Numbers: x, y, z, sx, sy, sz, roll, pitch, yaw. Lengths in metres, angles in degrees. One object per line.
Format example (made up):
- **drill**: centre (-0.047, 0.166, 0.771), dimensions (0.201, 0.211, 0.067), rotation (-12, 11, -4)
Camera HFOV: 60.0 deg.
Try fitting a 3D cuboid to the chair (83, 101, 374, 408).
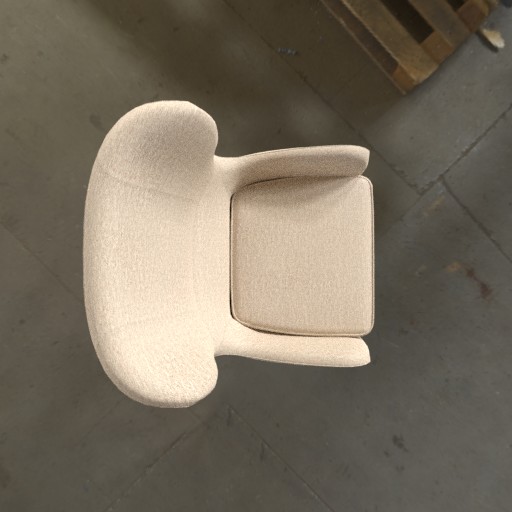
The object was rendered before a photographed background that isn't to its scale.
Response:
- **chair**: centre (0.000, 0.000, 1.726), dimensions (0.984, 1.064, 0.861), rotation (0, 89, -1)
